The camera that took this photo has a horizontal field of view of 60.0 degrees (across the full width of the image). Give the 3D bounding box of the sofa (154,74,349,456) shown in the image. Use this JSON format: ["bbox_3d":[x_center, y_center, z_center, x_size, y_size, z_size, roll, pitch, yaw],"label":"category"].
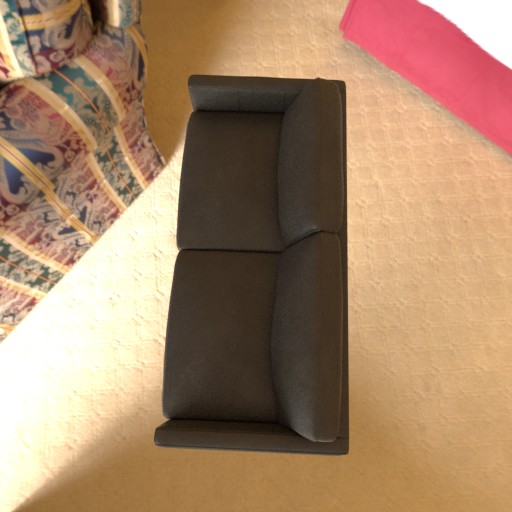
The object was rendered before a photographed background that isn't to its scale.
[{"bbox_3d":[0.000,0.000,2.475,0.933,0.863,1.971,2,75,1],"label":"sofa"}]
